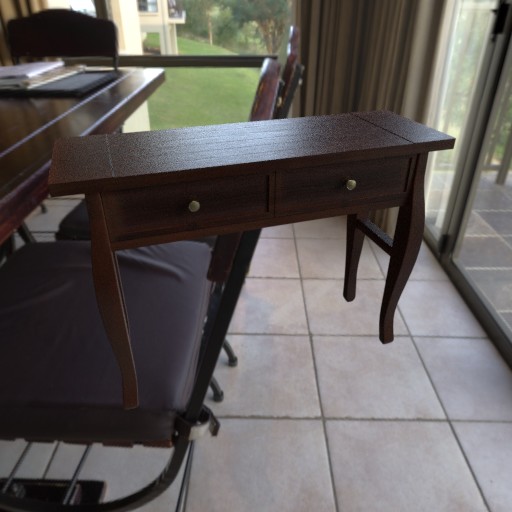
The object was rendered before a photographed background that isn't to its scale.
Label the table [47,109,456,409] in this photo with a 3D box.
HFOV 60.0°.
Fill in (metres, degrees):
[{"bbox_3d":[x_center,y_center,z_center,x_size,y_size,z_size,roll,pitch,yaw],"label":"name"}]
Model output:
[{"bbox_3d":[0.000,0.000,1.436,1.062,0.768,0.373,-10,33,-16],"label":"table"}]
